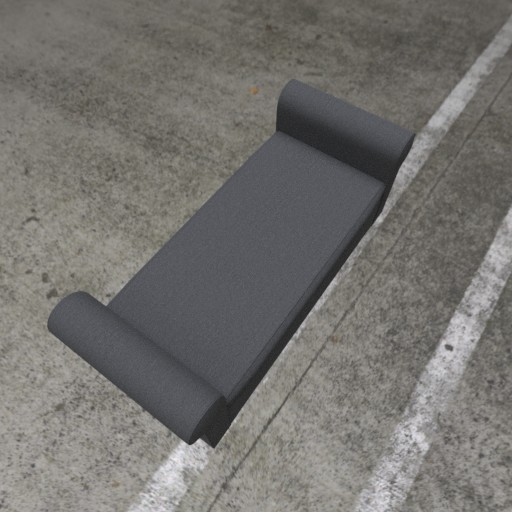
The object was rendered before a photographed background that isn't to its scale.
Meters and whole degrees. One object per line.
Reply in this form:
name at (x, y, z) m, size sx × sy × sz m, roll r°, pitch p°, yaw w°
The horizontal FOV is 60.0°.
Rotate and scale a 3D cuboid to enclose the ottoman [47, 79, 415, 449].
ottoman at (0.000, 0.000, 1.581) m, size 0.521 × 0.547 × 1.256 m, roll 31°, pitch 64°, yaw 18°
